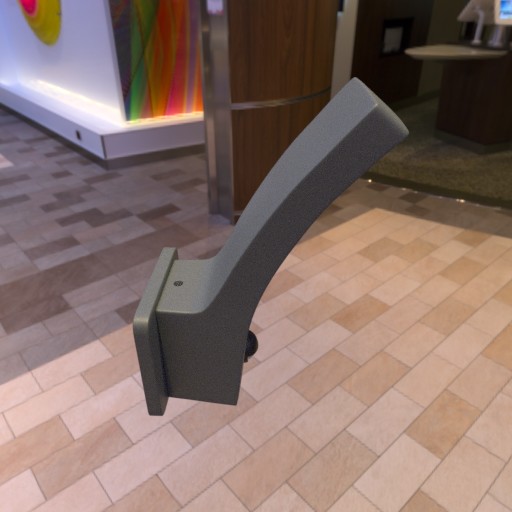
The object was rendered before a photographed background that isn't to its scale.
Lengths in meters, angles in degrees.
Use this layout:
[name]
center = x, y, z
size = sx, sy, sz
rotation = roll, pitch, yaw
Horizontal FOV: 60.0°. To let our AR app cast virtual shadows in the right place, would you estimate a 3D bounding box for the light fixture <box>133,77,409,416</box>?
[light fixture]
center = 0.000, 0.000, 0.331
size = 0.174, 0.243, 0.108
rotation = 1, 31, 2
